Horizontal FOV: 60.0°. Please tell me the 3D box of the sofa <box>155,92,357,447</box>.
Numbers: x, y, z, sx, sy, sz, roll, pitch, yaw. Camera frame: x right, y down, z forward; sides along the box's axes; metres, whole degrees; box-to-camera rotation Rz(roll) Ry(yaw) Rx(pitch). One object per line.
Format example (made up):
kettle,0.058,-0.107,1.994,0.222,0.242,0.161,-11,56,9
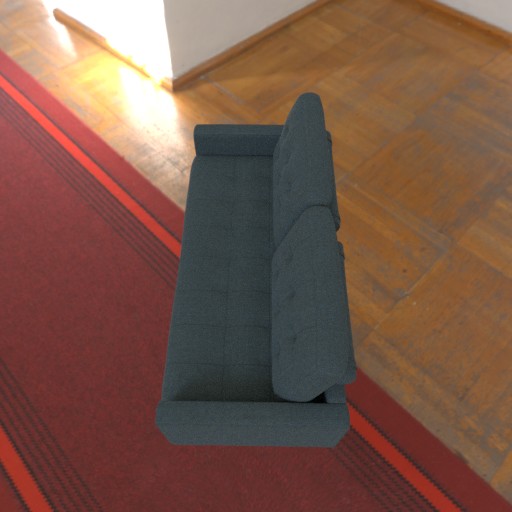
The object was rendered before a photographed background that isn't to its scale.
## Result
sofa,0.000,0.000,2.658,0.966,1.050,2.010,1,57,0
